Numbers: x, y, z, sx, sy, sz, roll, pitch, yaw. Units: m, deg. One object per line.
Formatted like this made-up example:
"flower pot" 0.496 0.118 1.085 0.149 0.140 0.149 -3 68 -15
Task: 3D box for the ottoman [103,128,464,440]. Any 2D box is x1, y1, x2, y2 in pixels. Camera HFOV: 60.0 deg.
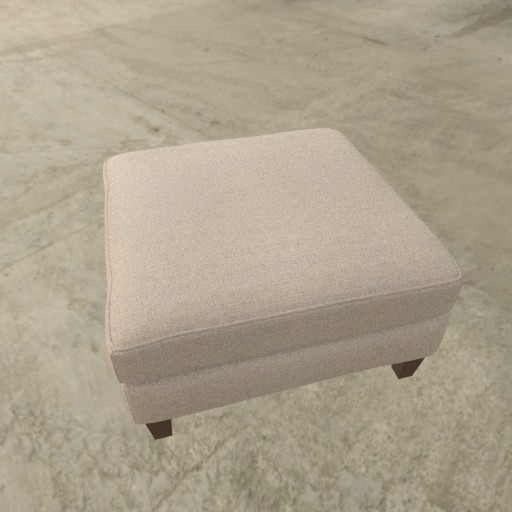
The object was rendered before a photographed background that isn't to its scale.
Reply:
"ottoman" 0.000 0.000 1.364 0.838 0.481 0.838 -10 43 -11
